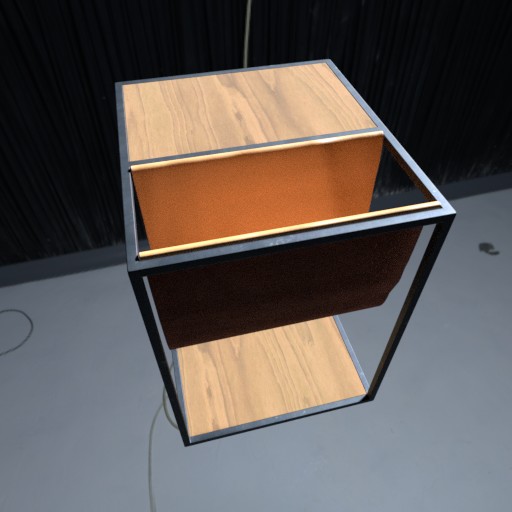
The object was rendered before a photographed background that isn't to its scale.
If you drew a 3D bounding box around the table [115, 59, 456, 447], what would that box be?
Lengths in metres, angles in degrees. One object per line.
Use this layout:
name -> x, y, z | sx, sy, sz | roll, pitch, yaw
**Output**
table -> 0.000, 0.000, 0.855 | 0.399, 0.536, 0.450 | -10, 48, -9
